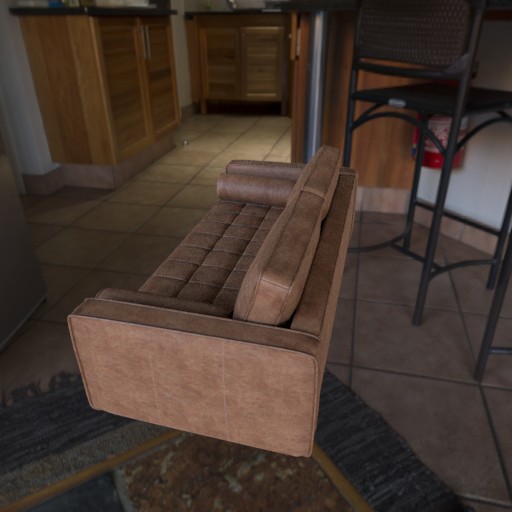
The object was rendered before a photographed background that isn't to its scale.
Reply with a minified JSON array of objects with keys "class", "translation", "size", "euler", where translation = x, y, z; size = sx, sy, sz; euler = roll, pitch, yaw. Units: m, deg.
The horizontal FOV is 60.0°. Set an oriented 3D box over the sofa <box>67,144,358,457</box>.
[{"class":"sofa","translation":[0.000,0.000,2.362],"size":[0.924,0.825,1.920],"euler":[8,30,13]}]
